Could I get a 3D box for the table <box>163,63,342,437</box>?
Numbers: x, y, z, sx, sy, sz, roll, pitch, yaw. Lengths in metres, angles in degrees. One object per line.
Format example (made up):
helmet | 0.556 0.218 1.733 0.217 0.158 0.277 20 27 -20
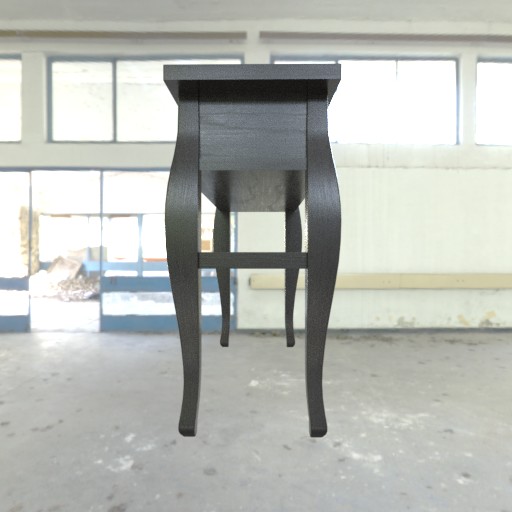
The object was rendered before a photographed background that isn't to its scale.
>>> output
table | 0.000 0.000 1.415 0.373 0.768 1.062 0 0 1
